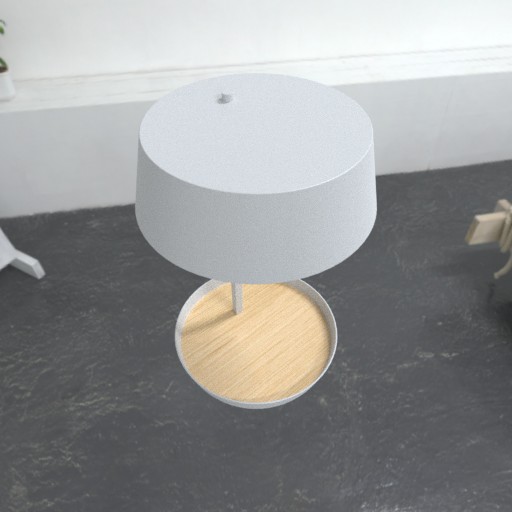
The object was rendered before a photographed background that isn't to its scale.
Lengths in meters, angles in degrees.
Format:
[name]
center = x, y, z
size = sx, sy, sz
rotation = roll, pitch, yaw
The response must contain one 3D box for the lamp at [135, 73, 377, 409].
[lamp]
center = 0.000, 0.000, 0.621
size = 0.291, 0.429, 0.291
rotation = 0, 46, 0
